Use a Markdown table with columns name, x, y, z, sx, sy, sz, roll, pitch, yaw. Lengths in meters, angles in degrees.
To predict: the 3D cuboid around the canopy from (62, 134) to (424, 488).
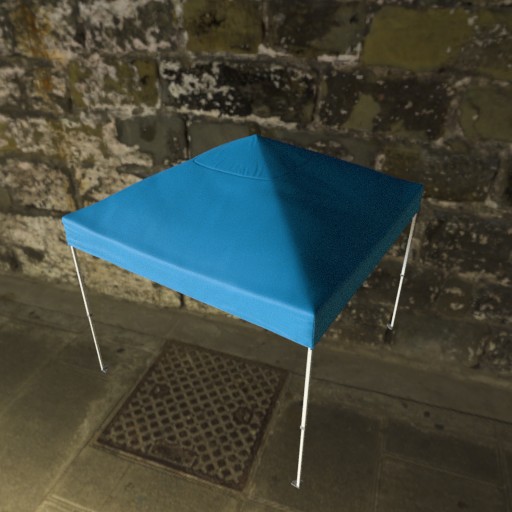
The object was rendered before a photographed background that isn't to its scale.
| name | x | y | z | sx | sy | sz | roll | pitch | yaw |
| --- | --- | --- | --- | --- | --- | --- | --- | --- | --- |
| canopy | 0.000 | 0.000 | 5.435 | 2.998 | 2.997 | 2.996 | 19 | 37 | 28 |
